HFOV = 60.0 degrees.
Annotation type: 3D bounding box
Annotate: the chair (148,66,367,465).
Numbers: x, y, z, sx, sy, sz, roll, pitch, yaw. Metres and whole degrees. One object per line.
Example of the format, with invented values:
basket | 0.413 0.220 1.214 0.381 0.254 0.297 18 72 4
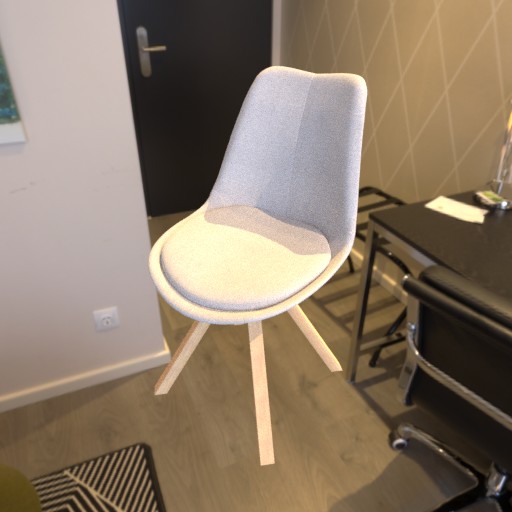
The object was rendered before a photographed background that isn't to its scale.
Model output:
chair | 0.000 0.000 1.182 0.474 0.863 0.549 21 37 30
